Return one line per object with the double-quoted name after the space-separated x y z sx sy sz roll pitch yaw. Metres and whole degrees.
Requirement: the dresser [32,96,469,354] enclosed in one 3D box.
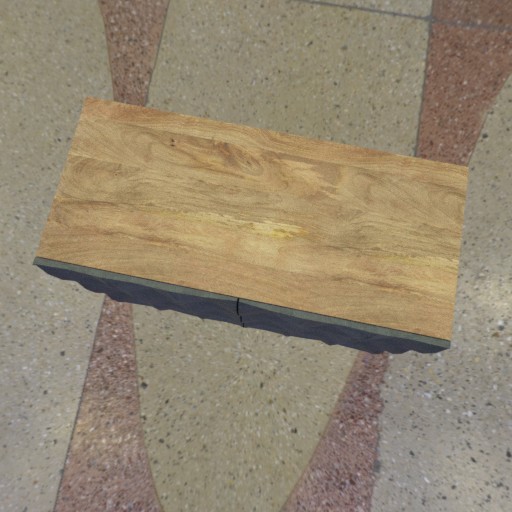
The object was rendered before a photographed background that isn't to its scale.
0.000 0.000 1.452 0.967 0.847 0.446 11 78 3 "dresser"
